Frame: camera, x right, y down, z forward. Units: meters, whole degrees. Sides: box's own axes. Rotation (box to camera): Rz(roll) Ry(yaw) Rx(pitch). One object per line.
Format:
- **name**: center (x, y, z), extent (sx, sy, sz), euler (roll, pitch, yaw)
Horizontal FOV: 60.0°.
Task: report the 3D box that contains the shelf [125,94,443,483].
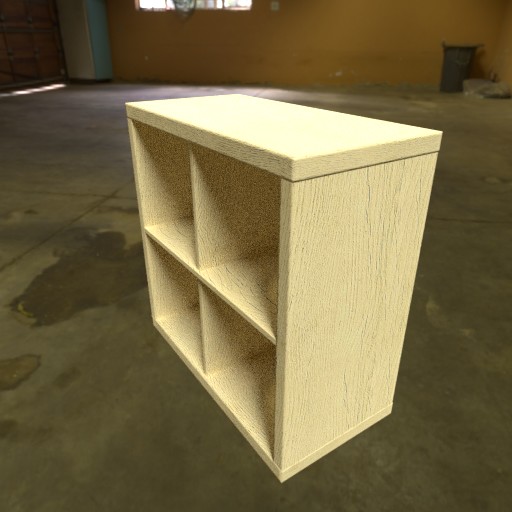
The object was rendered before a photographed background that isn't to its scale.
- **shelf**: center (0.000, 0.000, 1.280), extent (0.390, 0.786, 0.790), euler (-17, 31, -30)
